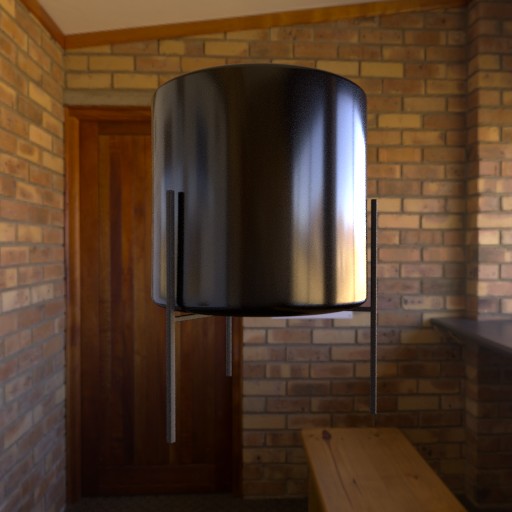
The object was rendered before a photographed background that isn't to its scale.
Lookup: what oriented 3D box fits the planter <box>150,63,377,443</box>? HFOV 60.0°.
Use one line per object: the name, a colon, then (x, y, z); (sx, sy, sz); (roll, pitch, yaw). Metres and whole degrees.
planter: (0.000, 0.000, 0.637); (0.310, 0.432, 0.310); (-1, 1, -34)
